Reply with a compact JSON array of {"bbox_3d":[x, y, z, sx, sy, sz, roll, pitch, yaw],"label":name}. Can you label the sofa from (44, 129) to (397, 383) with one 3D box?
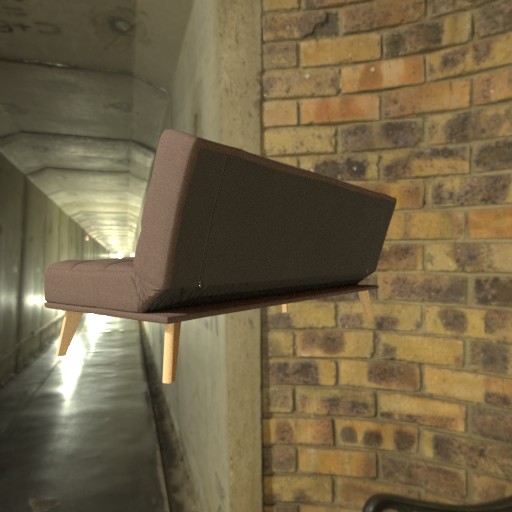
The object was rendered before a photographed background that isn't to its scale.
[{"bbox_3d":[0.000,0.000,2.270,0.860,0.810,1.800,0,0,36],"label":"sofa"}]
